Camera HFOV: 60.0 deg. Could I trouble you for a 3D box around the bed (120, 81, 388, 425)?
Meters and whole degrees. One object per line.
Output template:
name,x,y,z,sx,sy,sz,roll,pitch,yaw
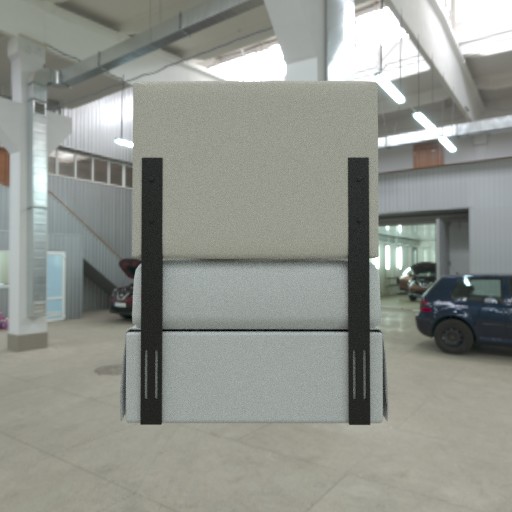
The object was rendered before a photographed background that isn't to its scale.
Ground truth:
bed,0.000,0.000,2.996,1.261,1.571,1.997,0,-1,0
